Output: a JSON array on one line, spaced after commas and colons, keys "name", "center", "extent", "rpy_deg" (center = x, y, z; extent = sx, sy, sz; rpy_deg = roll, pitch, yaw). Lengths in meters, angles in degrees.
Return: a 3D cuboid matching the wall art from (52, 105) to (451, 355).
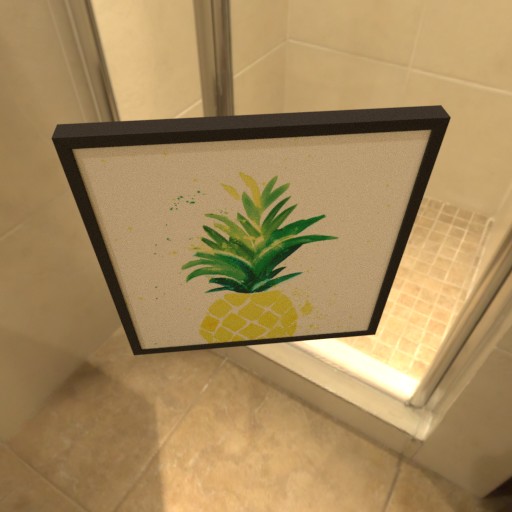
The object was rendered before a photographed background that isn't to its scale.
[{"name": "wall art", "center": [0.000, 0.000, 0.756], "extent": [0.508, 0.507, 0.033], "rpy_deg": [-4, 47, -4]}]
